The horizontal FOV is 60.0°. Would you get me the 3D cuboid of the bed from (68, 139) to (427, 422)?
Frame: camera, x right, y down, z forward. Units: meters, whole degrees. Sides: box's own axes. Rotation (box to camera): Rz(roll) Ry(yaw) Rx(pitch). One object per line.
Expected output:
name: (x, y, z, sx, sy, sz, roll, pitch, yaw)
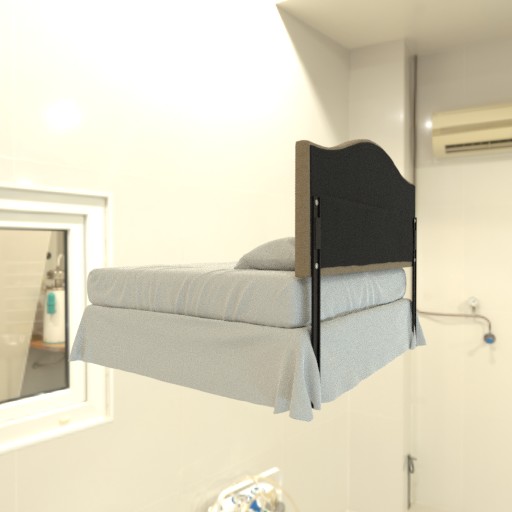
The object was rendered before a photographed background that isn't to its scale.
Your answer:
bed: (0.000, 0.000, 3.753, 2.222, 1.651, 2.311, 1, 1, 36)
